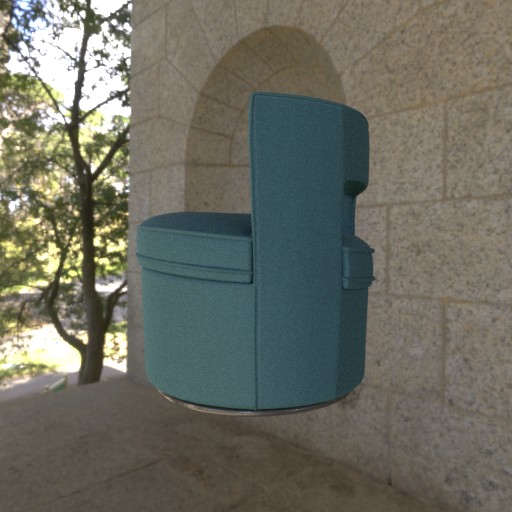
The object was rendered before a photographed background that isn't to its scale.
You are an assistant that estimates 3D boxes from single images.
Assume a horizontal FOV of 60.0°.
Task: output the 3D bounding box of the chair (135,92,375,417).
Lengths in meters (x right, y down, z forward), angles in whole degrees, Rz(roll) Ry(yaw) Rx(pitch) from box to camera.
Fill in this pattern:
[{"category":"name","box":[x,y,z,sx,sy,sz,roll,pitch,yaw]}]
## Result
[{"category":"chair","box":[0.000,0.000,1.267,0.660,0.711,0.684,0,1,17]}]
